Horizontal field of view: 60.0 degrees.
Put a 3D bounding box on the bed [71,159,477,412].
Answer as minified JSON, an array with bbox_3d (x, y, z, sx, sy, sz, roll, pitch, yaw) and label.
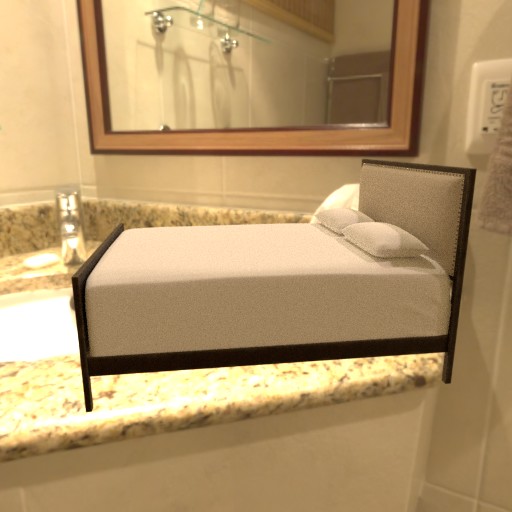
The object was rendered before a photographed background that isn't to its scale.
[{"bbox_3d":[0.000,0.000,3.213,2.221,1.313,1.607,-2,14,-8],"label":"bed"}]
